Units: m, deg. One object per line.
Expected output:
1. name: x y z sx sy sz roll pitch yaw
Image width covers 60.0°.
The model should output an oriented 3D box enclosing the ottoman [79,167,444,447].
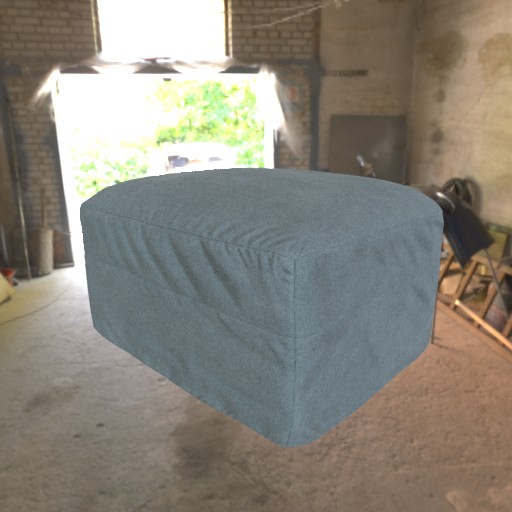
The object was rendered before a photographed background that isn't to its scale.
1. ottoman: 0.000 0.000 1.255 0.837 0.481 0.683 16 23 41
